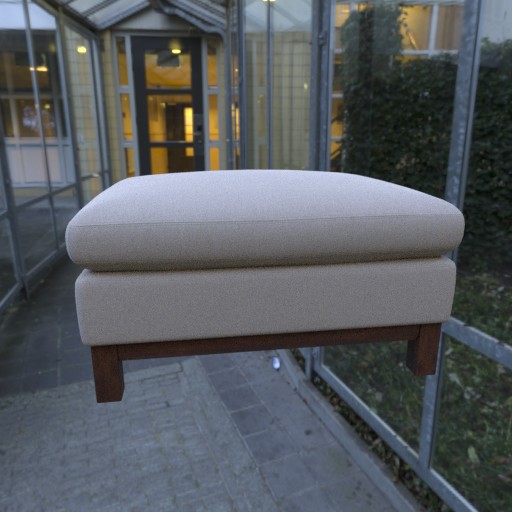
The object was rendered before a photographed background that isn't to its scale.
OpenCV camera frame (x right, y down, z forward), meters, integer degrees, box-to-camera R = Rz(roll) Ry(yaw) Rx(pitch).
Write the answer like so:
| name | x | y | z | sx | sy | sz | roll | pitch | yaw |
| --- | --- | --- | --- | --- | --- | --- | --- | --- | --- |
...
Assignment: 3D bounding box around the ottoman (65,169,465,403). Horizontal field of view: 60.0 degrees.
| name | x | y | z | sx | sy | sz | roll | pitch | yaw |
| --- | --- | --- | --- | --- | --- | --- | --- | --- | --- |
| ottoman | 0.000 | 0.000 | 1.122 | 0.771 | 0.420 | 0.606 | -2 | 16 | -8 |
